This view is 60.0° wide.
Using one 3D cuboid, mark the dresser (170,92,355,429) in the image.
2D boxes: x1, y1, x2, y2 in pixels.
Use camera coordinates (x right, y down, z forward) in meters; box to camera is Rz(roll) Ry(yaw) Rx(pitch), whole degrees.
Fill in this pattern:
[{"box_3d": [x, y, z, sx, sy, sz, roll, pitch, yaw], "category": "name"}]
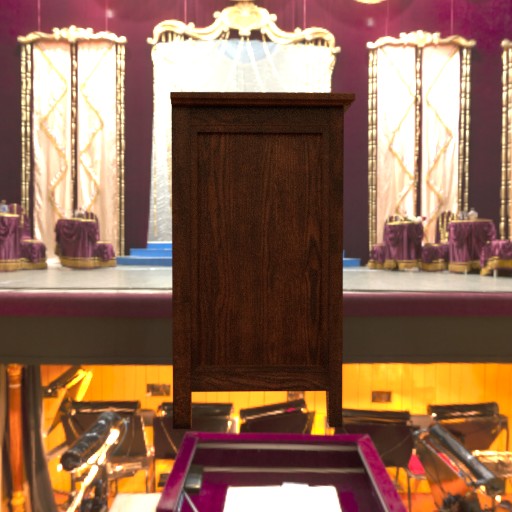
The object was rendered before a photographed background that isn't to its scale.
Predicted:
[{"box_3d": [0.000, 0.000, 1.885, 0.463, 0.856, 1.551, 0, 1, -1], "category": "dresser"}]
